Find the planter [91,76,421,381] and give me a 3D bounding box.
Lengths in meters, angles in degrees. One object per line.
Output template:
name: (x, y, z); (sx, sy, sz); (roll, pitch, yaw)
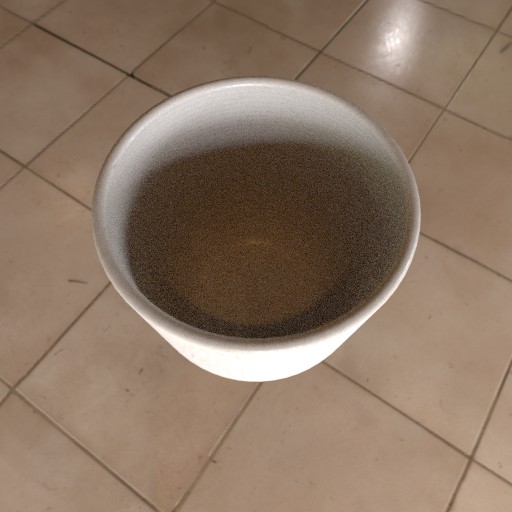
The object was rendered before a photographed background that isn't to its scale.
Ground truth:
planter: (0.000, 0.000, 0.297); (0.170, 0.152, 0.170); (0, 64, 0)
